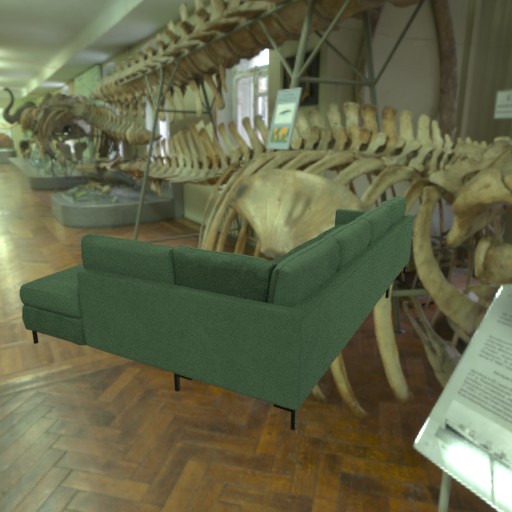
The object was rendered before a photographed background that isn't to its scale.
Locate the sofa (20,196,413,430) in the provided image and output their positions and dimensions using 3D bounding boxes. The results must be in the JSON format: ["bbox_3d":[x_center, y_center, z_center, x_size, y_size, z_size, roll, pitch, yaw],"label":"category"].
[{"bbox_3d":[0.000,0.000,3.129,1.707,0.687,2.486,8,17,27],"label":"sofa"}]
